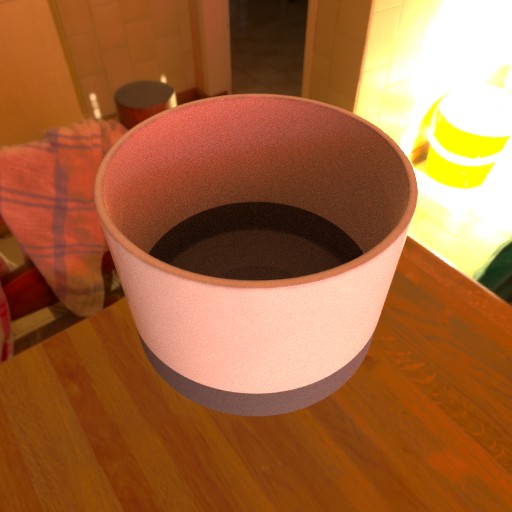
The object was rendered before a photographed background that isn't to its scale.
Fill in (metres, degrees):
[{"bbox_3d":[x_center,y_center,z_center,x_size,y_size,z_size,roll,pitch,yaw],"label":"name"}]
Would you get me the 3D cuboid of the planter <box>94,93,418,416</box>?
[{"bbox_3d":[0.000,0.000,0.218,0.128,0.105,0.128,0,46,0],"label":"planter"}]
